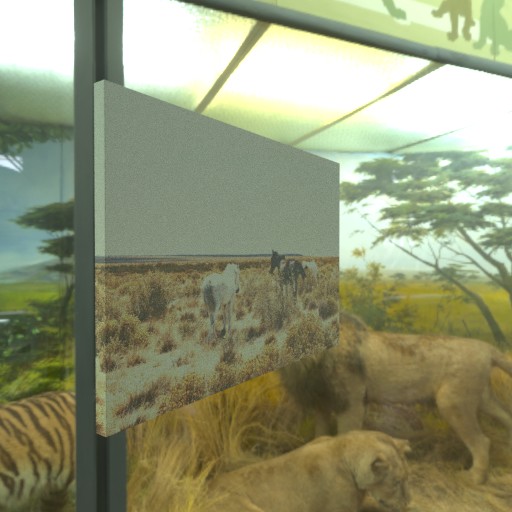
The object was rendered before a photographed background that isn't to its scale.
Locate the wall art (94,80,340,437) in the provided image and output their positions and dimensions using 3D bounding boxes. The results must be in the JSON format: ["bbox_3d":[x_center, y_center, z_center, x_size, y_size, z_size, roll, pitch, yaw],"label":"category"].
[{"bbox_3d":[0.000,0.000,1.886,0.051,1.016,1.520,1,1,36],"label":"wall art"}]
